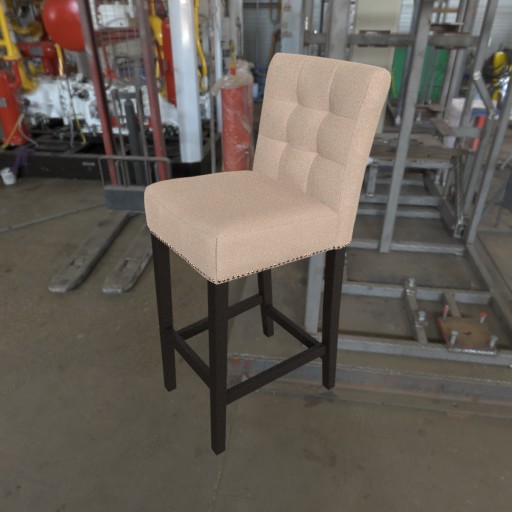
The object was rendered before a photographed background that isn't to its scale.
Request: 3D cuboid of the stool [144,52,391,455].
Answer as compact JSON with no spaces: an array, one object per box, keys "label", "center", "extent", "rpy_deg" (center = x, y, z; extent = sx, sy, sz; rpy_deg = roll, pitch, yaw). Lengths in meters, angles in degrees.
[{"label":"stool","center":[0.000,0.000,1.319],"extent":[0.548,1.047,0.411],"rpy_deg":[-21,37,-31]}]
